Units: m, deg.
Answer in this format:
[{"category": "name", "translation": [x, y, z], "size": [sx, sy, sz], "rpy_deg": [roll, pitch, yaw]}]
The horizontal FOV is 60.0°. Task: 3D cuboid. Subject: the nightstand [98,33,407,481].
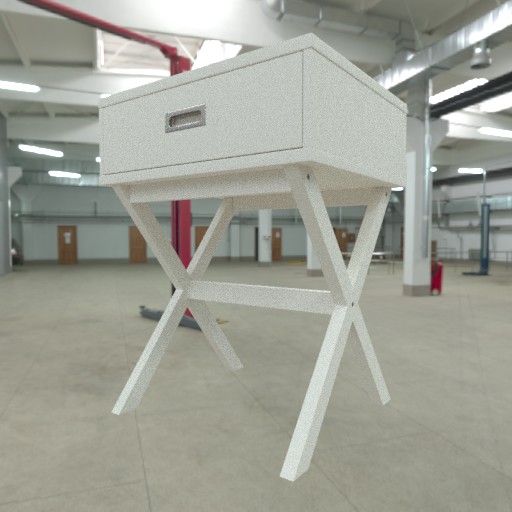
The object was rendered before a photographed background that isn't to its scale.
[{"category": "nightstand", "translation": [0.000, 0.000, 0.907], "size": [0.479, 0.623, 0.402], "rpy_deg": [2, 3, 36]}]
